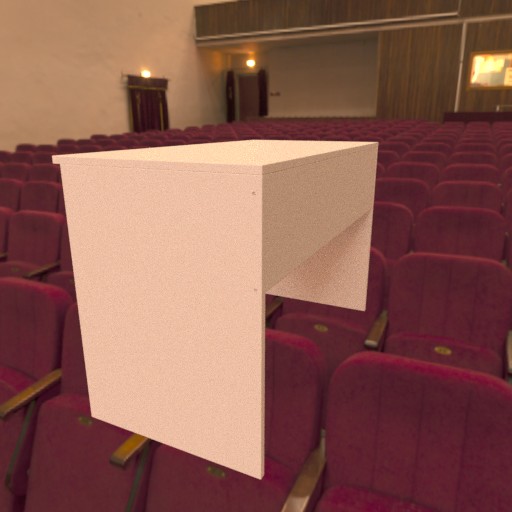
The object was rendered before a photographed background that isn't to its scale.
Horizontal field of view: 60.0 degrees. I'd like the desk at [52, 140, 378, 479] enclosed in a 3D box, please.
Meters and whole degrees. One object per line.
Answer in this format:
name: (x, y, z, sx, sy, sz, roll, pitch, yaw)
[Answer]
desk: (0.000, 0.000, 1.530, 0.560, 0.730, 1.100, 8, 19, 25)
